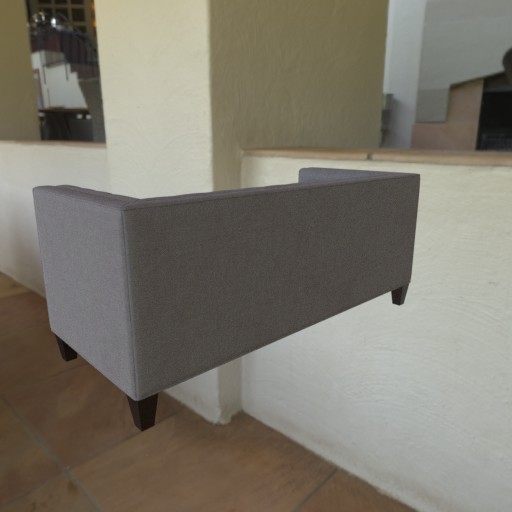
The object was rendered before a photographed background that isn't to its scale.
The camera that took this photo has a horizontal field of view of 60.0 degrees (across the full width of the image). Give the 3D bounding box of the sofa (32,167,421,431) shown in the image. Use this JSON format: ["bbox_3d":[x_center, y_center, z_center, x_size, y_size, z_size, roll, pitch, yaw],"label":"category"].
[{"bbox_3d":[0.000,0.000,2.209,1.778,0.762,0.775,-14,20,-41],"label":"sofa"}]
